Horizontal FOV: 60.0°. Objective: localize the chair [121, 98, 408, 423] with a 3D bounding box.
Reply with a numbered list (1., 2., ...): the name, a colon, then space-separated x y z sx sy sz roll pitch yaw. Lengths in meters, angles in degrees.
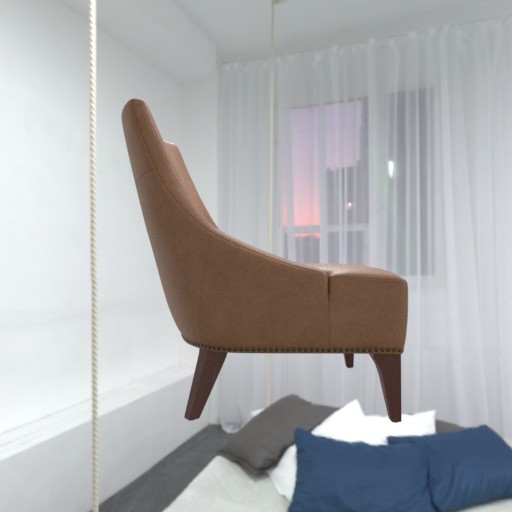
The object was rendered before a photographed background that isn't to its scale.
1. chair: 0.000 0.000 1.522 0.861 0.909 0.701 0 -1 1
